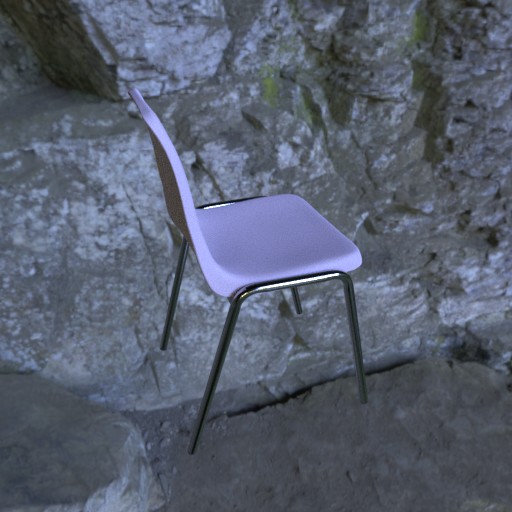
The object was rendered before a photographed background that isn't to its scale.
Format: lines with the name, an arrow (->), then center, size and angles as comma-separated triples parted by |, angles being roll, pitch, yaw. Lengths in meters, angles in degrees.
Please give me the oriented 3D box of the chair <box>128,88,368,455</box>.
chair -> 0.000, 0.000, 0.962 | 0.436, 0.704, 0.381 | -11, 33, -17
